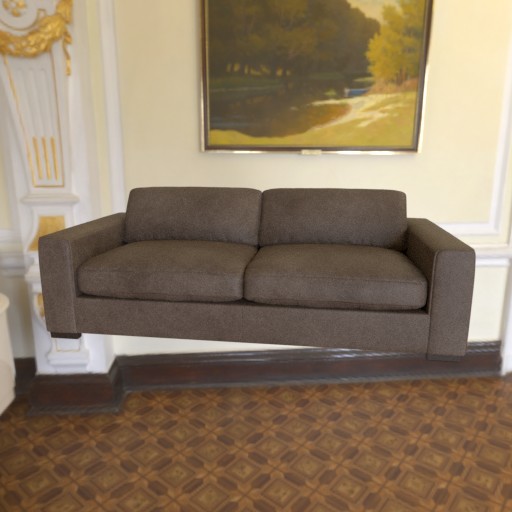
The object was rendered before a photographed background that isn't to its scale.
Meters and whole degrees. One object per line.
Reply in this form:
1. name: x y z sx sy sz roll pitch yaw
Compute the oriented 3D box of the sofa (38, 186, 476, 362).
1. sofa: 0.000 0.000 2.760 2.262 0.801 1.070 2 13 8
